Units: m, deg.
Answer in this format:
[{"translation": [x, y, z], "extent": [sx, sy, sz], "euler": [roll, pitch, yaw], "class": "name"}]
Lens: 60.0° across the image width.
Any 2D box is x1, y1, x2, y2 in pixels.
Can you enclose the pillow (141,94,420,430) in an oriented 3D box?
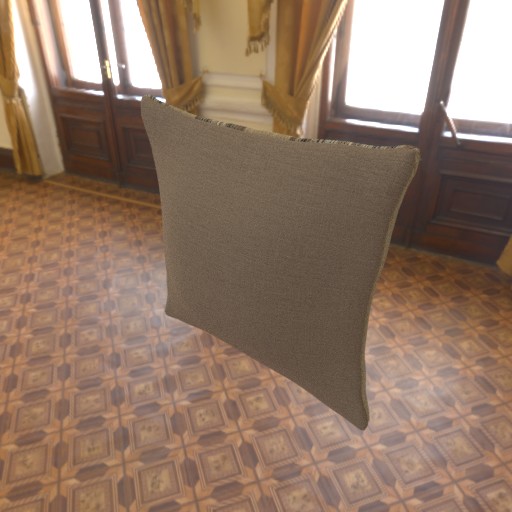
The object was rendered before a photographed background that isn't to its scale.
[{"translation": [0.000, 0.000, 0.664], "extent": [0.435, 0.416, 0.189], "euler": [22, 37, 33], "class": "pillow"}]
